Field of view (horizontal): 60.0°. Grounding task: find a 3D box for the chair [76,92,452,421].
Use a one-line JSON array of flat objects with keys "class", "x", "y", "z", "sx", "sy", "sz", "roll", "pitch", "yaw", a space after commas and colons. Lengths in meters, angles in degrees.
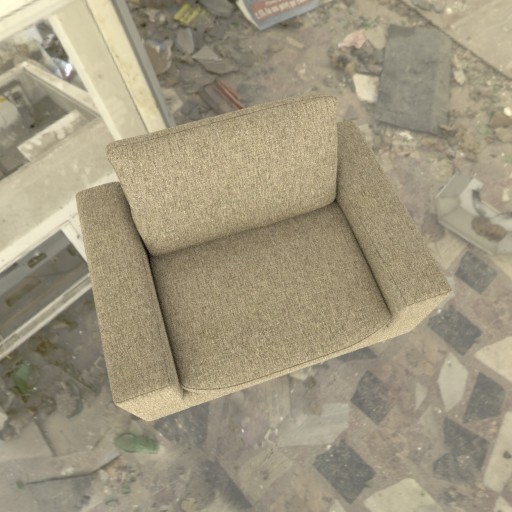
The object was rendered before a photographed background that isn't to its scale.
[{"class": "chair", "x": 0.000, "y": 0.000, "z": 1.983, "sx": 1.398, "sy": 0.915, "sz": 1.039, "roll": -17, "pitch": 65, "yaw": -8}]
